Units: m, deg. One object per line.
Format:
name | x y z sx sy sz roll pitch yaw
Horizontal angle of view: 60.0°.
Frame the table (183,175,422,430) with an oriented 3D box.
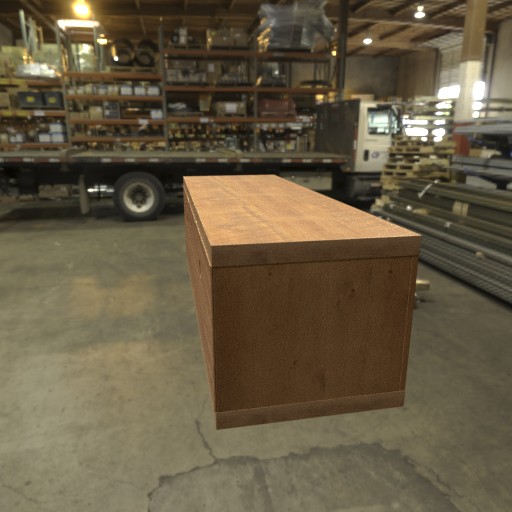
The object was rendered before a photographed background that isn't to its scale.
table | 0.000 0.000 1.770 0.499 0.491 1.499 -3 16 -11
